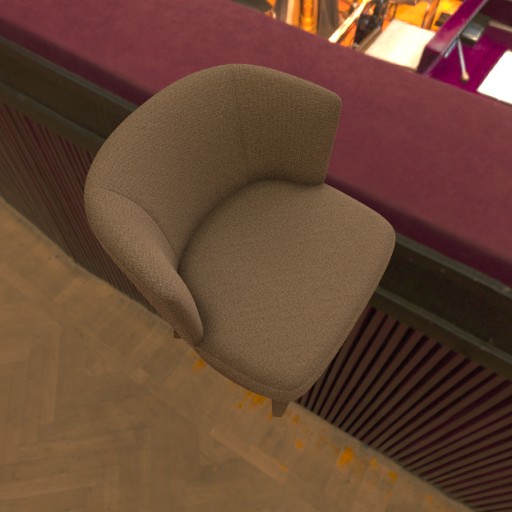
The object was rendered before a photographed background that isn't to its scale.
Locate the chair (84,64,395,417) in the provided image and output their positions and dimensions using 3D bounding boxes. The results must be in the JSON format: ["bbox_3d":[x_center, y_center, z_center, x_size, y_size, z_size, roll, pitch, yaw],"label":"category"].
[{"bbox_3d":[0.000,0.000,1.261,0.660,0.760,0.700,29,62,17],"label":"chair"}]
